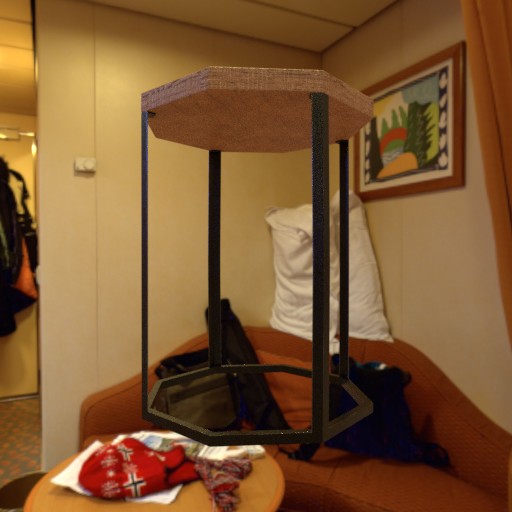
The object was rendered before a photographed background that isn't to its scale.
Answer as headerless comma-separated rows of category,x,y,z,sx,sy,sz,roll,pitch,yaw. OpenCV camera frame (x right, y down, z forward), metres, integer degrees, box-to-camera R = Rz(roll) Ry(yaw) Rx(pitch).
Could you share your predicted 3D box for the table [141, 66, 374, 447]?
table,0.000,0.000,0.852,0.437,0.553,0.437,0,1,18
